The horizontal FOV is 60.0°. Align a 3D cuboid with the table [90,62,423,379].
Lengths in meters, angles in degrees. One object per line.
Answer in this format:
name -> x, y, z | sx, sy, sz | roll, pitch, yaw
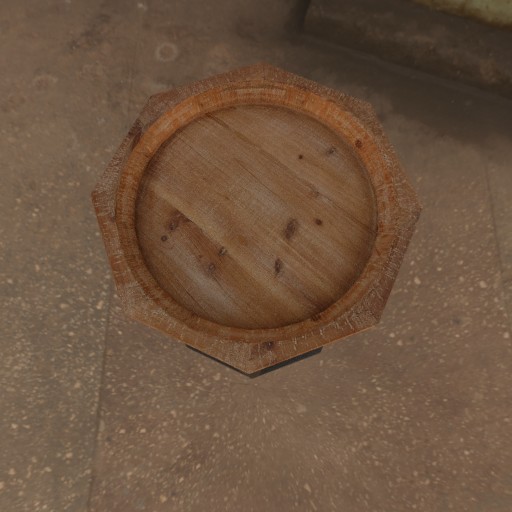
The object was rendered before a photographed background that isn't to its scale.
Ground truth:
table -> 0.000, 0.000, 0.869 | 0.458, 0.543, 0.458 | 2, 74, 1
